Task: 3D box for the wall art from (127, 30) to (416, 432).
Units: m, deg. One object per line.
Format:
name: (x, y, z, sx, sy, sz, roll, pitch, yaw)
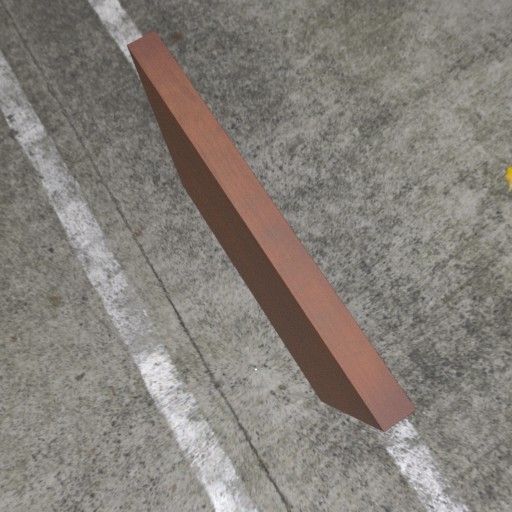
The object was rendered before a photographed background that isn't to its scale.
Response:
wall art: (0.000, 0.000, 0.532, 0.030, 0.328, 0.401, -32, 78, -8)
